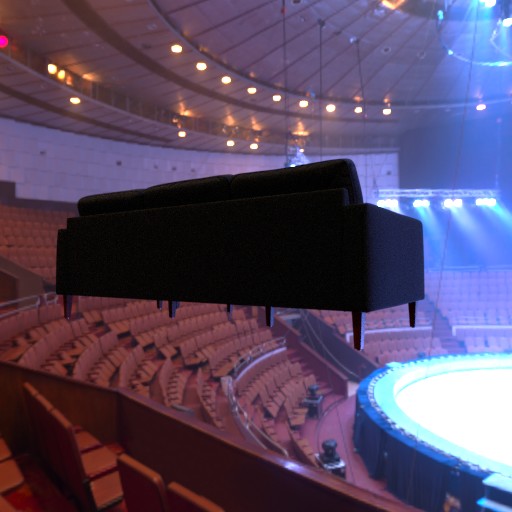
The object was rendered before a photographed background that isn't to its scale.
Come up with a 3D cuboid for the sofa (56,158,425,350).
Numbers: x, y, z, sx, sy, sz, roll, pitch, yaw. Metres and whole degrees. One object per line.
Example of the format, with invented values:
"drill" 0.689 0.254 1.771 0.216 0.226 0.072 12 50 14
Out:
"sofa" 0.000 0.000 3.028 2.185 0.841 1.613 -1 -2 34
